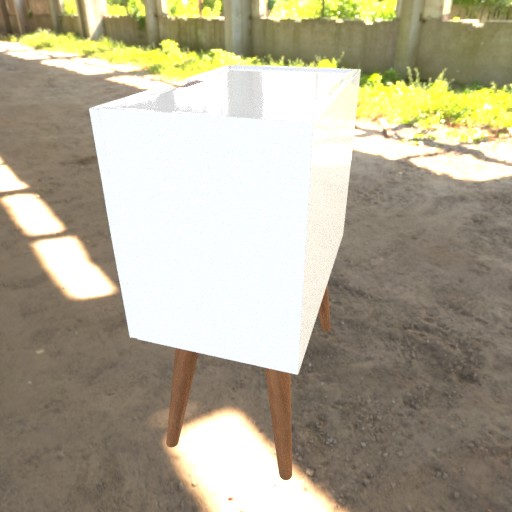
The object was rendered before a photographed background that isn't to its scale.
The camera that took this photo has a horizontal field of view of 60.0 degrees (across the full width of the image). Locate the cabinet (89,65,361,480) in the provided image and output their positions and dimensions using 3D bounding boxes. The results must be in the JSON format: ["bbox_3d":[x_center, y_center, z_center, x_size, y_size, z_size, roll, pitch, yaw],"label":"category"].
[{"bbox_3d":[0.000,0.000,1.055,0.344,0.772,0.591,9,31,15],"label":"cabinet"}]
